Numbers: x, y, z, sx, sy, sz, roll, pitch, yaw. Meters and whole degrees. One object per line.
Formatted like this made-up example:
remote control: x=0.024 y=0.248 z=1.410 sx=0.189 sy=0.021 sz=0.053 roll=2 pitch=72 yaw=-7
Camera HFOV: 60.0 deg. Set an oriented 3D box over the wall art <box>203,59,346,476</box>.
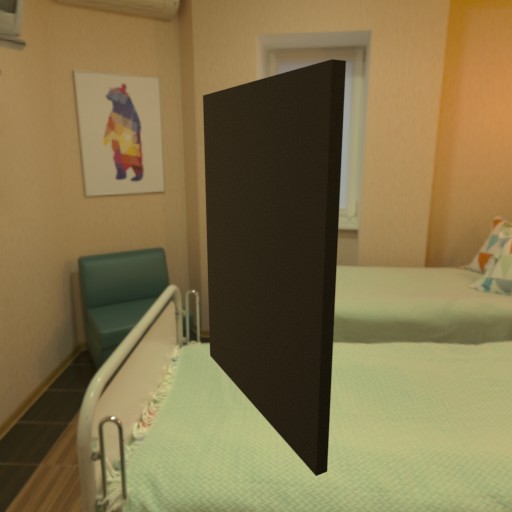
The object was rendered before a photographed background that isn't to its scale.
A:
wall art: x=0.000 y=0.000 z=1.446 sx=0.038 sy=1.062 sz=0.806 roll=-7 pitch=16 yaw=-26
